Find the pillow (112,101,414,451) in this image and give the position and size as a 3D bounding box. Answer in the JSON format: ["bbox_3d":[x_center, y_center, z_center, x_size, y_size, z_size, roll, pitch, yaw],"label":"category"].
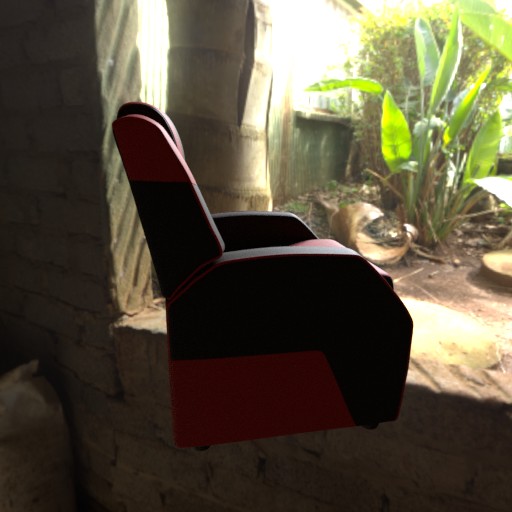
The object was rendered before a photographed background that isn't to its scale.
[{"bbox_3d":[0.000,0.000,1.262,0.672,0.805,0.620,-3,15,-10],"label":"pillow"}]
